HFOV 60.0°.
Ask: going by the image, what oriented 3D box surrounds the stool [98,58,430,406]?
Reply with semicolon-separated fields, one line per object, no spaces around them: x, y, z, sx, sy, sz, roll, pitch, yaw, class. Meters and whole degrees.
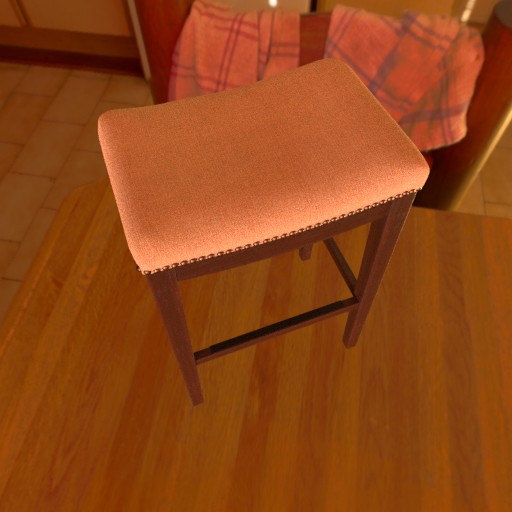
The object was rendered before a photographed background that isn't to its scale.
0.000;0.000;1.060;0.509;0.768;0.363;-18;59;-11;stool
